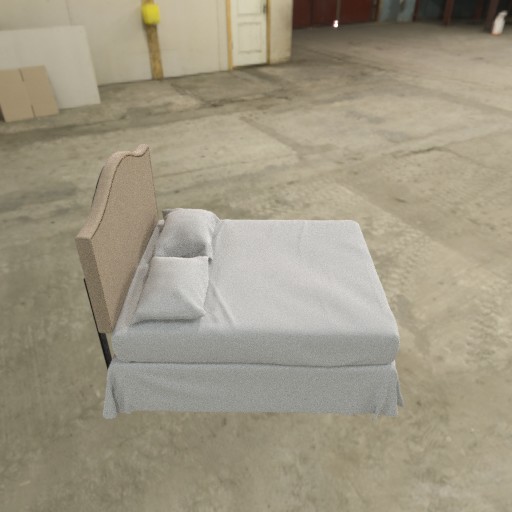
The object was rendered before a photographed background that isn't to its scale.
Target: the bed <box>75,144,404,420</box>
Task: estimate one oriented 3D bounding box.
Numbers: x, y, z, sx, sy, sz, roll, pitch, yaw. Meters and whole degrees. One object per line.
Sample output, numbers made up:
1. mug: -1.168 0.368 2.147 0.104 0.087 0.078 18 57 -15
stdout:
1. bed: 0.000 0.000 3.540 2.221 1.645 1.876 0 33 1
